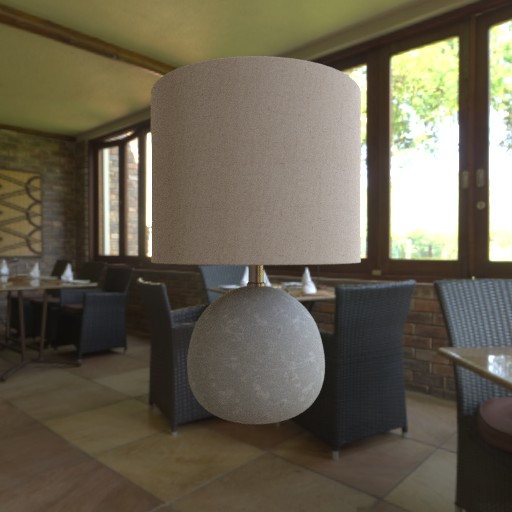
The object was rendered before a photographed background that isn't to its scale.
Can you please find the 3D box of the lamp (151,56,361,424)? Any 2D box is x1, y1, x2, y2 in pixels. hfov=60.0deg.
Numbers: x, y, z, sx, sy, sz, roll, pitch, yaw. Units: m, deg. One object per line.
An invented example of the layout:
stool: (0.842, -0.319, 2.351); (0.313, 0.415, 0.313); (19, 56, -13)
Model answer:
lamp: (0.000, 0.000, 0.585); (0.269, 0.409, 0.269); (0, 1, 2)
